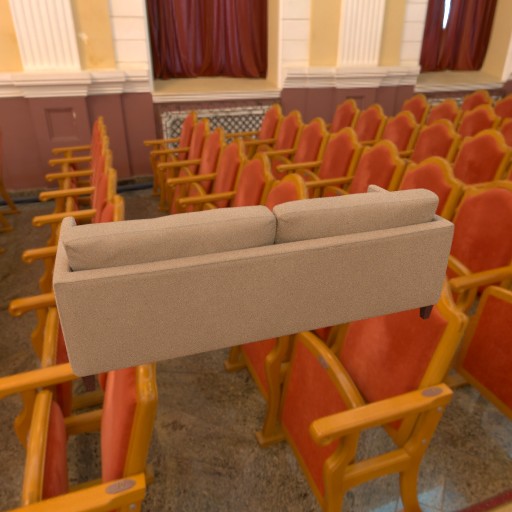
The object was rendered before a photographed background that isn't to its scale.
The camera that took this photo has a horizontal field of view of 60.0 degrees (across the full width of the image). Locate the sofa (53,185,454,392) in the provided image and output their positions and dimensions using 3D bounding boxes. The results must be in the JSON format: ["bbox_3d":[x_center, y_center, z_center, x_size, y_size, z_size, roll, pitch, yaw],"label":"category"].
[{"bbox_3d":[0.000,0.000,2.975,2.404,0.912,0.988,-8,27,-17],"label":"sofa"}]
